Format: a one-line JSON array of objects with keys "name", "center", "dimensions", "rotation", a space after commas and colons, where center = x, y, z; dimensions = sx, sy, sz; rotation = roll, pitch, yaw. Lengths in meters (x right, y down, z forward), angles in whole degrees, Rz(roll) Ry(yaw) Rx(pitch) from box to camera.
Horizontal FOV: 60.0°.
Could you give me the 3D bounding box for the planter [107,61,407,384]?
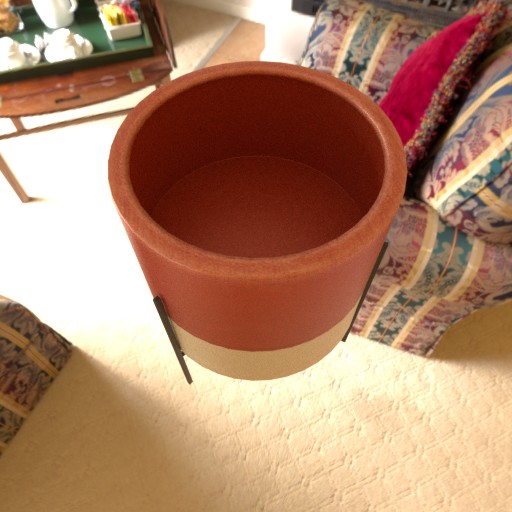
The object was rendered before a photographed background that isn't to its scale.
[{"name": "planter", "center": [0.000, 0.000, 0.706], "dimensions": [0.345, 0.465, 0.354], "rotation": [-13, 58, -8]}]
